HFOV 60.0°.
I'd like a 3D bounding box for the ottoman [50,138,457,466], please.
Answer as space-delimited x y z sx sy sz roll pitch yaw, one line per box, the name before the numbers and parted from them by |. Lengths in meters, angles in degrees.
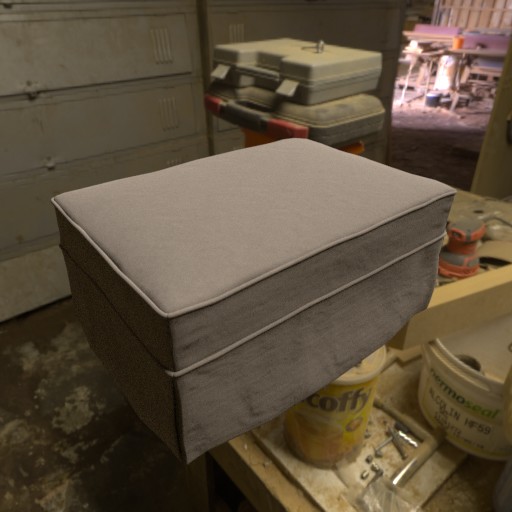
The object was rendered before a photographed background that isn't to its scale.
ottoman | 0.000 0.000 1.286 0.944 0.479 0.703 -22 38 -32
